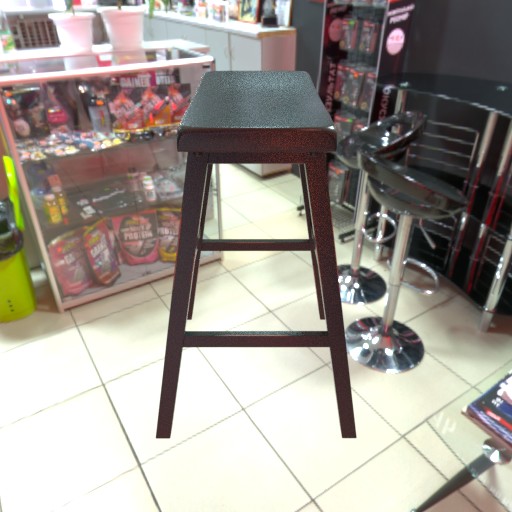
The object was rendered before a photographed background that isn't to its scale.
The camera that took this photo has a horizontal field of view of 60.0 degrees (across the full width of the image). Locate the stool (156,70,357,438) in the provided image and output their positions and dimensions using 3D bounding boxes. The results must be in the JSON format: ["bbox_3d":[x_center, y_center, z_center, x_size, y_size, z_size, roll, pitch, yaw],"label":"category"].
[{"bbox_3d":[0.000,0.000,1.041,0.476,0.737,0.457,0,33,0],"label":"stool"}]
